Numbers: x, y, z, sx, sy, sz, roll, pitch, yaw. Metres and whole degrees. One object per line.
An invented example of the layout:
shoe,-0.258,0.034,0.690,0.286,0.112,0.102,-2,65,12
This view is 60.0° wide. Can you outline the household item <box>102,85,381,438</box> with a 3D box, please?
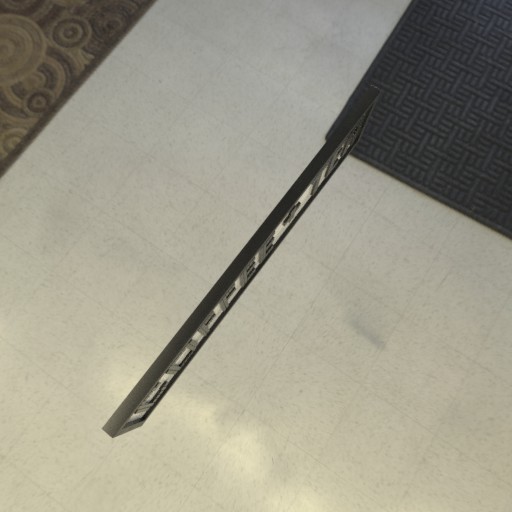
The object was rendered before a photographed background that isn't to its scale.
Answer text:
household item,0.000,0.000,1.109,0.030,0.236,1.001,36,78,9
